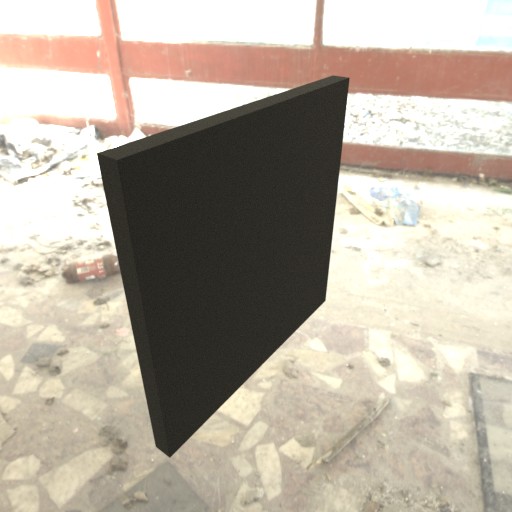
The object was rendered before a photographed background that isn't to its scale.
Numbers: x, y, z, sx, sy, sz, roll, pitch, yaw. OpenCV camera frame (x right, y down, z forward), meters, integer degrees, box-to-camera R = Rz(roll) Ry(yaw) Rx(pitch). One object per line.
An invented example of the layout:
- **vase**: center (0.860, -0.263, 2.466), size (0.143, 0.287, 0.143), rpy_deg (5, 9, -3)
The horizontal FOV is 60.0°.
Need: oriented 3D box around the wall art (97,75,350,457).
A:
- **wall art**: center (0.000, 0.000, 0.691), size (0.030, 0.458, 0.462), rpy_deg (22, 39, 30)
